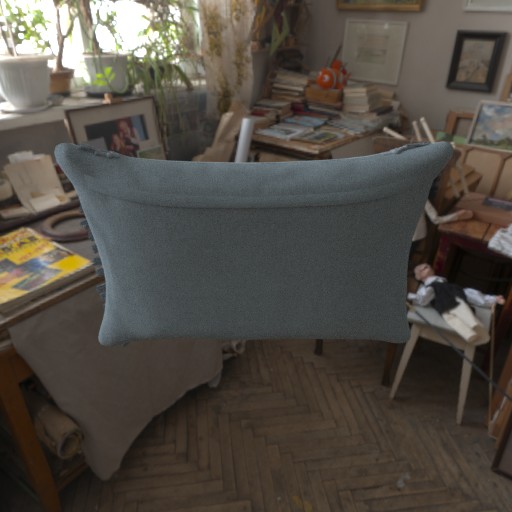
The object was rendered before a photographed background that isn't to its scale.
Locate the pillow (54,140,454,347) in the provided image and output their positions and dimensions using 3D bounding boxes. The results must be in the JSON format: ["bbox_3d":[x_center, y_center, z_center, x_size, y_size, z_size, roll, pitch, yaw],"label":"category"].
[{"bbox_3d":[0.000,0.000,0.587,0.466,0.305,0.084,-1,29,-1],"label":"pillow"}]
